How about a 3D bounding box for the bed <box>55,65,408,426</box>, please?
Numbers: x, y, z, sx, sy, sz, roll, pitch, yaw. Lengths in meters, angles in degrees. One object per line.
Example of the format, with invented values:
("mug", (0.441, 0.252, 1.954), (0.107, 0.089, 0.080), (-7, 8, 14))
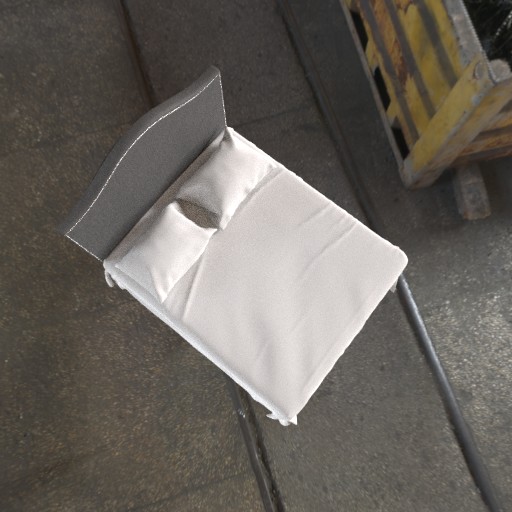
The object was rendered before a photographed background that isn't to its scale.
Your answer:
("bed", (0.000, 0.000, 3.465), (2.221, 1.645, 1.876), (38, 79, 9))
